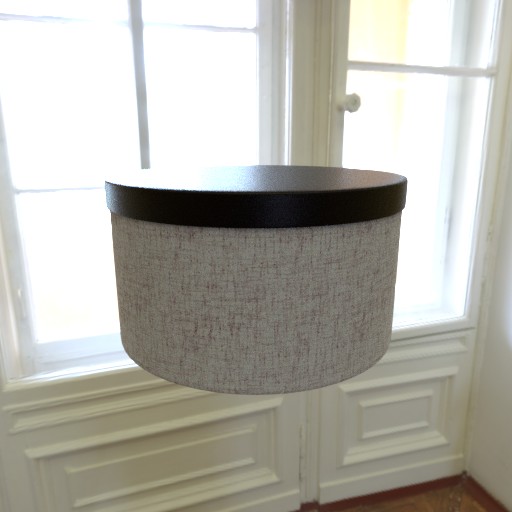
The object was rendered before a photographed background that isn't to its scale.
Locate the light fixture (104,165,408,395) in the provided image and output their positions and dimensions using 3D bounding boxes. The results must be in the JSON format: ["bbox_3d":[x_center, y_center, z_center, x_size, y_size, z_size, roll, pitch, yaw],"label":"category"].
[{"bbox_3d":[0.000,0.000,0.627,0.389,0.229,0.389,0,15,0],"label":"light fixture"}]
